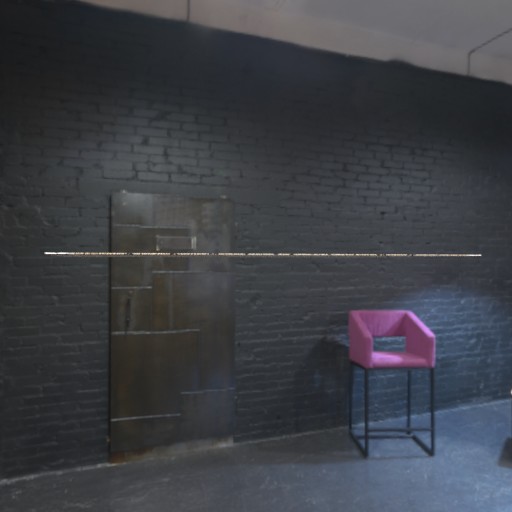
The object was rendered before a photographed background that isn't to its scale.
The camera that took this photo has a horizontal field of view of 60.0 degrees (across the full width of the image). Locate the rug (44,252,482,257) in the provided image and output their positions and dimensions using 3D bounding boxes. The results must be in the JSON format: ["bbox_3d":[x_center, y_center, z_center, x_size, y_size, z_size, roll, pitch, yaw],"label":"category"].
[{"bbox_3d":[0.000,0.000,2.459,2.006,0.008,1.196,0,-1,-19],"label":"rug"}]
